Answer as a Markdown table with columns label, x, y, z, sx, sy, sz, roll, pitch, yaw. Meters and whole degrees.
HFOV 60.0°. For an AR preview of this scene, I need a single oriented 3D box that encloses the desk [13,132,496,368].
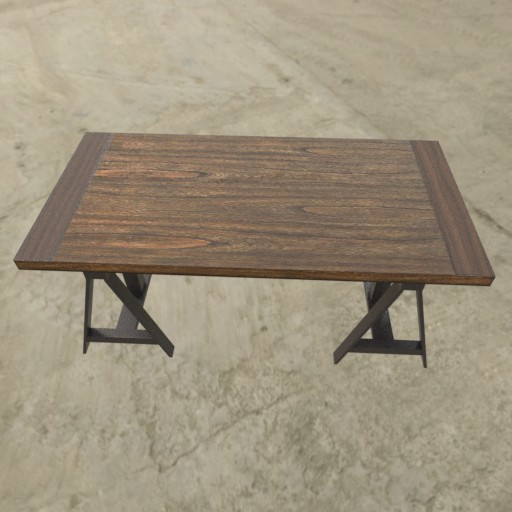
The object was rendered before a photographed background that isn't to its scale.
| label | x | y | z | sx | sy | sz | roll | pitch | yaw |
| --- | --- | --- | --- | --- | --- | --- | --- | --- | --- |
| desk | 0.000 | 0.000 | 1.929 | 1.543 | 0.725 | 0.784 | 2 | 47 | 2 |
